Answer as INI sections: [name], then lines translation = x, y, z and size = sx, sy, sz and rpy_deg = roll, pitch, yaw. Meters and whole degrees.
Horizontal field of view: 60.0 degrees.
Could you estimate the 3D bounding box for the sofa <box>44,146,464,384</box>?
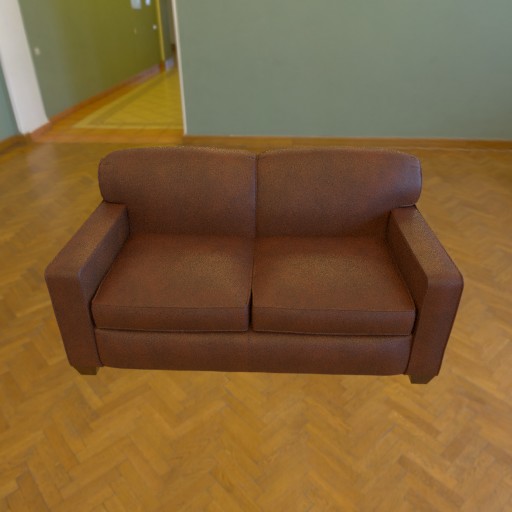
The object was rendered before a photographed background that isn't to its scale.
[sofa]
translation = 0.000, 0.000, 2.386
size = 1.856, 0.966, 1.000
rpy_deg = 1, 30, 2
